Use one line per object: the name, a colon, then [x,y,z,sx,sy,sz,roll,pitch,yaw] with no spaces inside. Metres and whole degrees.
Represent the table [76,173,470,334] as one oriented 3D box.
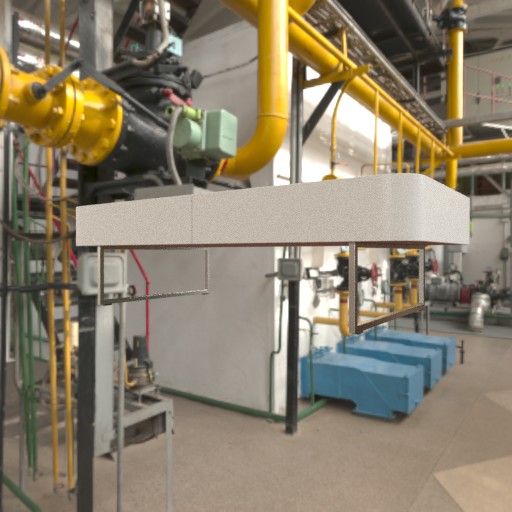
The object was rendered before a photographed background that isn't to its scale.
table: [0.000,0.000,1.456,1.200,0.340,0.600,0,1,36]
